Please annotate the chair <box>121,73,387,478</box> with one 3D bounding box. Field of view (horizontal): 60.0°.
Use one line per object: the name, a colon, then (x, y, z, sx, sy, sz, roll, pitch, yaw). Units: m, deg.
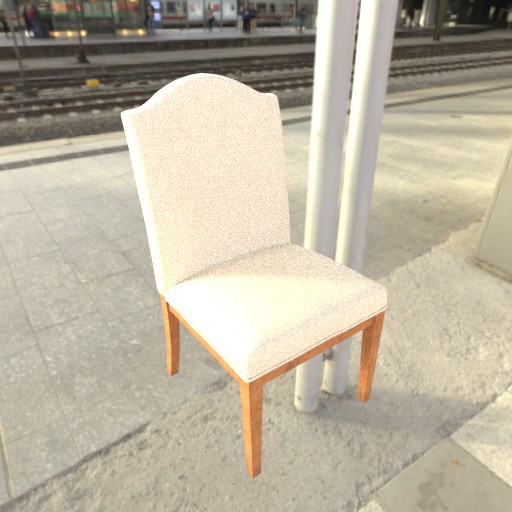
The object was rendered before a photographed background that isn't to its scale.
chair: (0.000, 0.000, 1.388, 0.534, 1.012, 0.648, -20, 34, -32)
